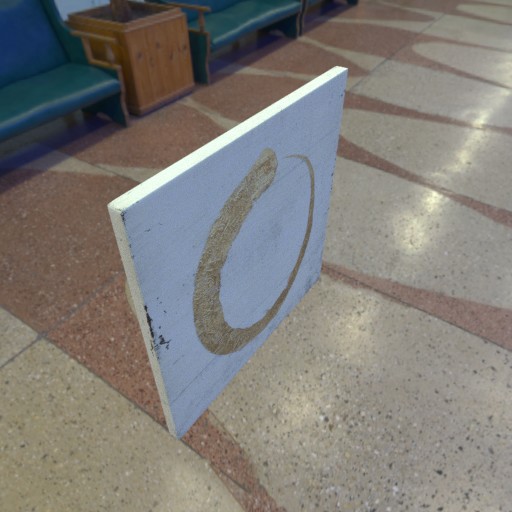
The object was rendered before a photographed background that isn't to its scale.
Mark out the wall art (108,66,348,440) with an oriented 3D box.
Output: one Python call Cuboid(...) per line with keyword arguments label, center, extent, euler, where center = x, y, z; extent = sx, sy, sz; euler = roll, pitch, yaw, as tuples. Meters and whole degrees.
Cuboid(label="wall art", center=(0.000, 0.000, 1.169), extent=(0.038, 0.762, 0.762), euler=(26, 48, 26))
